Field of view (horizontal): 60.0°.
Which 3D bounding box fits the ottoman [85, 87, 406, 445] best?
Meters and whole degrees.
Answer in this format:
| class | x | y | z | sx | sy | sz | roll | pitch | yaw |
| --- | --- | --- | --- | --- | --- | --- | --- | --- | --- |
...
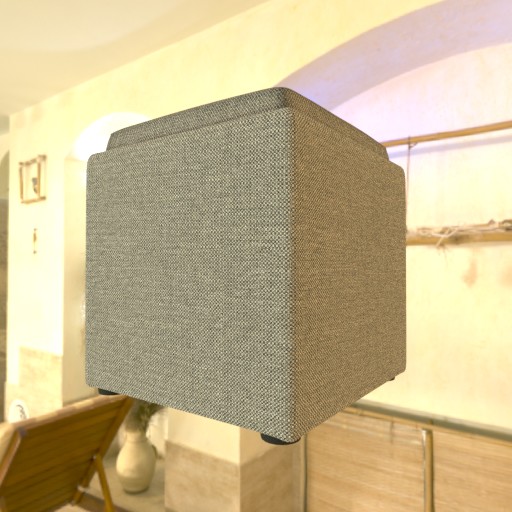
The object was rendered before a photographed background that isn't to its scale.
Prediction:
| class | x | y | z | sx | sy | sz | roll | pitch | yaw |
| --- | --- | --- | --- | --- | --- | --- | --- | --- | --- |
| ottoman | 0.000 | 0.000 | 0.847 | 0.436 | 0.487 | 0.454 | -1 | -1 | 36 |
